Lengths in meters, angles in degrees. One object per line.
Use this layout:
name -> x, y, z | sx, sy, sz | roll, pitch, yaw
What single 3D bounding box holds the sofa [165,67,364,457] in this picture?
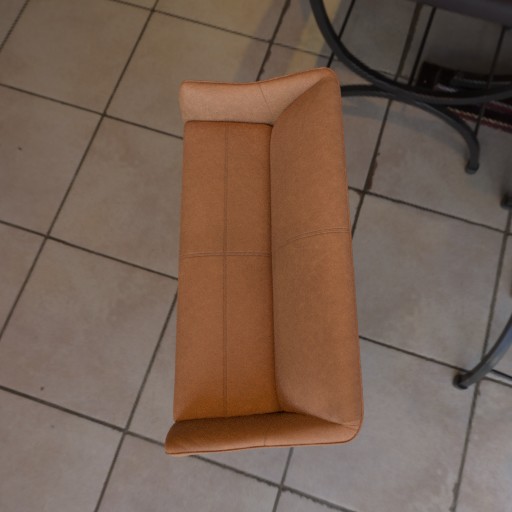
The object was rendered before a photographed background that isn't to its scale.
sofa -> 0.000, 0.000, 2.385 | 0.869, 0.830, 1.928 | -1, 74, 0
